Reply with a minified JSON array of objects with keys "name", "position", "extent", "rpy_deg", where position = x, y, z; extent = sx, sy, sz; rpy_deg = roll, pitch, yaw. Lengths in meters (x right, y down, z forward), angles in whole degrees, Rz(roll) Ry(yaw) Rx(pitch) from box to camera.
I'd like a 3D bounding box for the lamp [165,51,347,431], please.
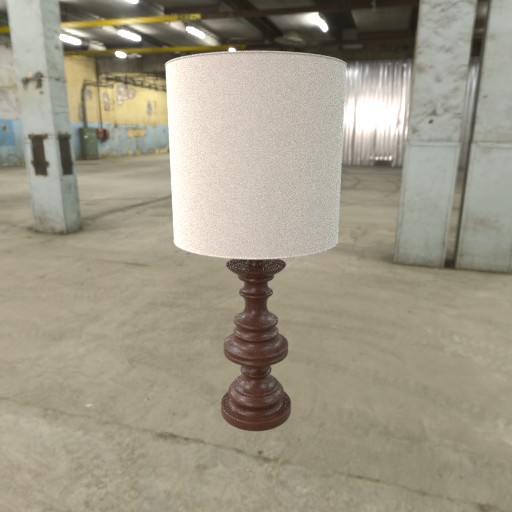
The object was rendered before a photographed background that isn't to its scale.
[{"name":"lamp","position":[0.000,0.000,0.577],"extent":[0.208,0.455,0.208],"rpy_deg":[-14,21,-43]}]
